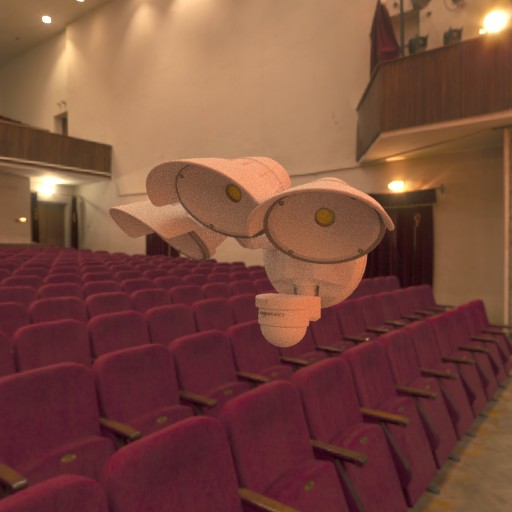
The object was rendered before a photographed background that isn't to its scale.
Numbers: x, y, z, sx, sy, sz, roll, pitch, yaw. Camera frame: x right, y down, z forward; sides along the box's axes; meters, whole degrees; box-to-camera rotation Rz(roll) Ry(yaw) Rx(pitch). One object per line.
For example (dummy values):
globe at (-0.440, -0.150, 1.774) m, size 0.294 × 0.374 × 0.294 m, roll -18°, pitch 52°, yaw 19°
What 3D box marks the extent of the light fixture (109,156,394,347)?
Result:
light fixture at (0.000, 0.000, 0.529) m, size 0.369 × 0.237 × 0.278 m, roll 1°, pitch 1°, yaw 38°
